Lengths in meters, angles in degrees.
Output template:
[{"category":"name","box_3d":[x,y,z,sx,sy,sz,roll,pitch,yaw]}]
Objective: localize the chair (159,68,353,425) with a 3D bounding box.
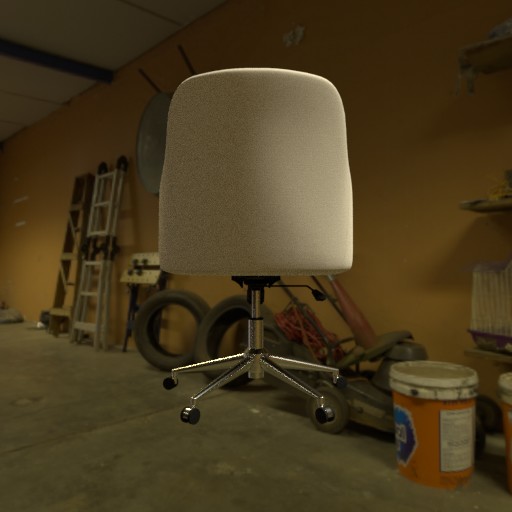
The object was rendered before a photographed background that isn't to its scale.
[{"category":"chair","box_3d":[0.000,0.000,1.282,0.602,0.819,0.647,0,-2,0]}]
